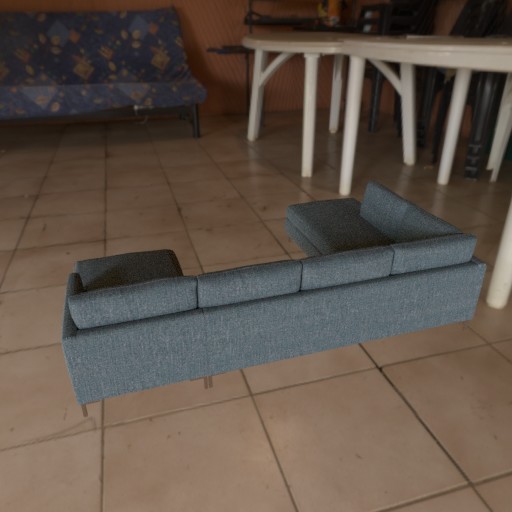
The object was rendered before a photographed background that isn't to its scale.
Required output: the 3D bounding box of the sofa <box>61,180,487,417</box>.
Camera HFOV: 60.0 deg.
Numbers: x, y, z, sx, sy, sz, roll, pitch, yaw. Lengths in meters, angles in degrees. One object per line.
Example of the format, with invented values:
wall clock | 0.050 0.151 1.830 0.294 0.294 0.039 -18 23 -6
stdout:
sofa | 0.000 0.000 3.484 2.737 0.753 1.879 -8 28 -16
